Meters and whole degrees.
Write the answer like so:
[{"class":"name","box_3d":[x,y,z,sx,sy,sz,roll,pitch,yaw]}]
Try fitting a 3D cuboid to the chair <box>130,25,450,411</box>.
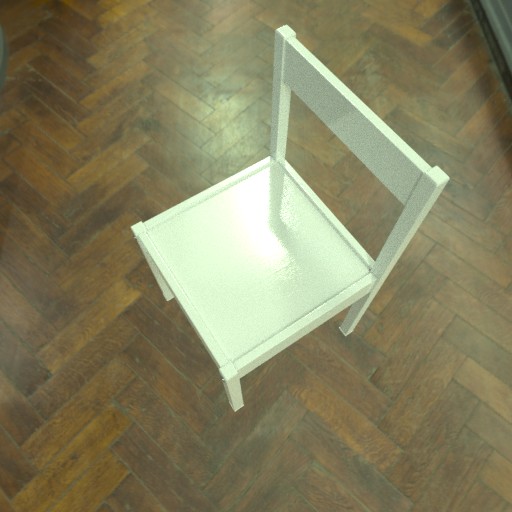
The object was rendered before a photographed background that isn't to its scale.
[{"class":"chair","box_3d":[0.000,0.000,0.687,0.285,0.505,0.285,-31,67,-15]}]
